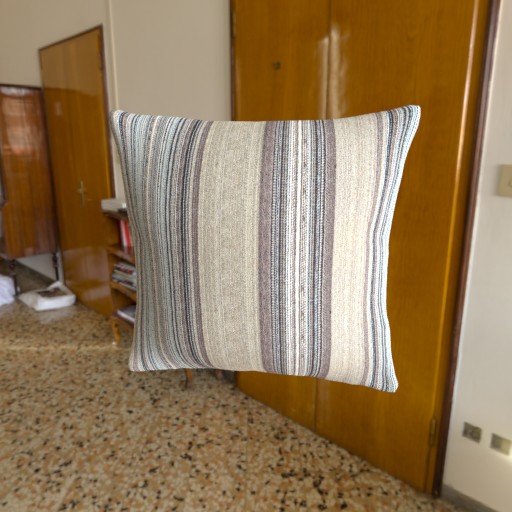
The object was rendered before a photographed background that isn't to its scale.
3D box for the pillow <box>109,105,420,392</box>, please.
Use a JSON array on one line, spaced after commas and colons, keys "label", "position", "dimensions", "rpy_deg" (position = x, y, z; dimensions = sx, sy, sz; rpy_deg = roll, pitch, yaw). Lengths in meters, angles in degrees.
[{"label": "pillow", "position": [0.000, 0.000, 0.650], "dimensions": [0.435, 0.416, 0.189], "rpy_deg": [2, 14, 9]}]
